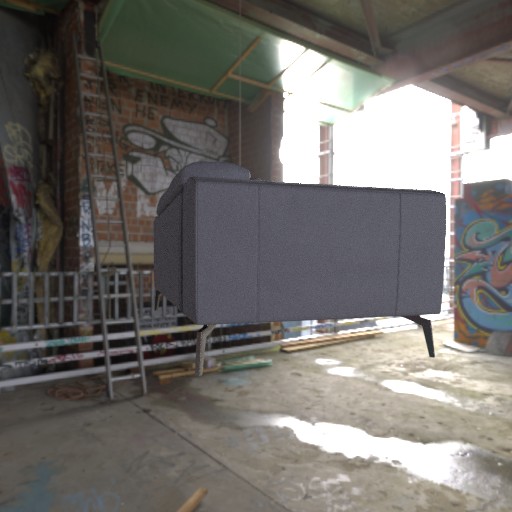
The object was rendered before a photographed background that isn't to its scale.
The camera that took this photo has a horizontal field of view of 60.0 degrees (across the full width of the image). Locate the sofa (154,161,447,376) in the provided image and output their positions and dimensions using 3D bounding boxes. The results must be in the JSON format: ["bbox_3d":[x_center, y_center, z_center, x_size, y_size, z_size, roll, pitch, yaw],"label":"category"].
[{"bbox_3d":[0.000,0.000,2.449,1.003,0.779,1.895,0,0,-17],"label":"sofa"}]
